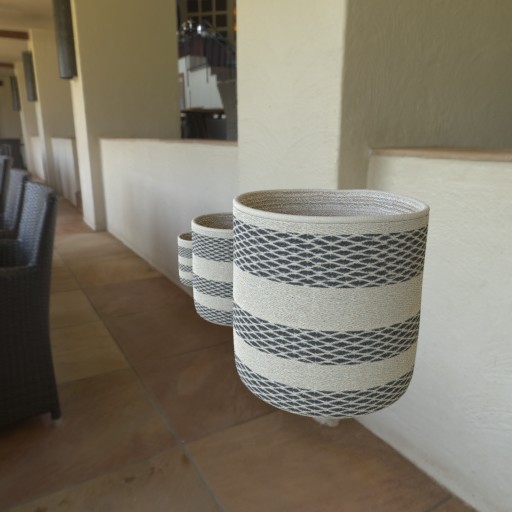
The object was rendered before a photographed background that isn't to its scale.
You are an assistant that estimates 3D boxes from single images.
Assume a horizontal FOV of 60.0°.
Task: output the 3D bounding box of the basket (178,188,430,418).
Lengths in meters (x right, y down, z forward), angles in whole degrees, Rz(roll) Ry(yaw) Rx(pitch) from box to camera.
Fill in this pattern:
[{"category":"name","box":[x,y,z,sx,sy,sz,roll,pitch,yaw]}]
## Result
[{"category":"basket","box":[0.000,0.000,1.093,0.351,0.356,0.917,-8,17,-26]}]
